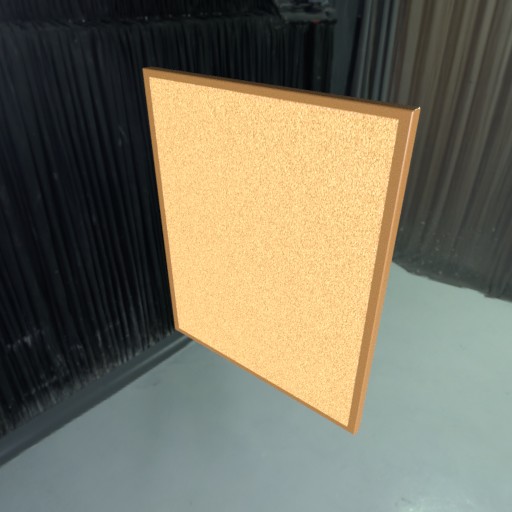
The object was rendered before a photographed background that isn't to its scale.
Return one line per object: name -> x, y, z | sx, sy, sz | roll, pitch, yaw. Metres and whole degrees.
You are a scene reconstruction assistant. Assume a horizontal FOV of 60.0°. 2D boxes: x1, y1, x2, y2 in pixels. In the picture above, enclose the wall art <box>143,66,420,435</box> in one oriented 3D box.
wall art -> 0.000, 0.000, 0.515 | 0.310, 0.379, 0.015 | 22, 38, 32
